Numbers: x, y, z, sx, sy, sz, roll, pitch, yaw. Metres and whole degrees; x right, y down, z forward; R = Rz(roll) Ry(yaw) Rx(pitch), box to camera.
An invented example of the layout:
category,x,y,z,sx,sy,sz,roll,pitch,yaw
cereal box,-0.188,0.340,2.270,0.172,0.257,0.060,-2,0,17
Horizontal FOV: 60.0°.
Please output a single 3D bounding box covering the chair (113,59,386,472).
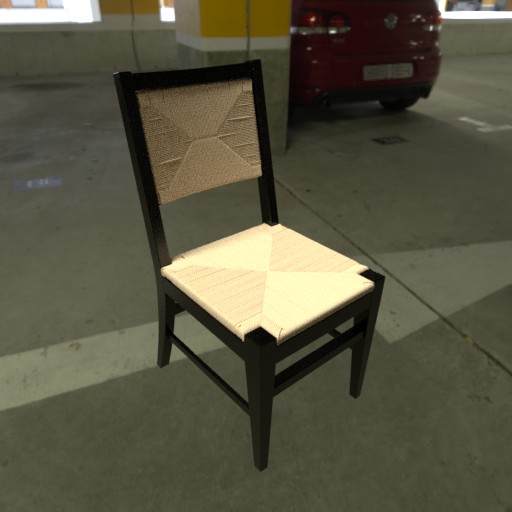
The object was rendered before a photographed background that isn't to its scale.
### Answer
category,x,y,z,sx,sy,sz,roll,pitch,yaw
chair,0.000,0.000,1.216,0.437,0.927,0.552,-22,37,-34
